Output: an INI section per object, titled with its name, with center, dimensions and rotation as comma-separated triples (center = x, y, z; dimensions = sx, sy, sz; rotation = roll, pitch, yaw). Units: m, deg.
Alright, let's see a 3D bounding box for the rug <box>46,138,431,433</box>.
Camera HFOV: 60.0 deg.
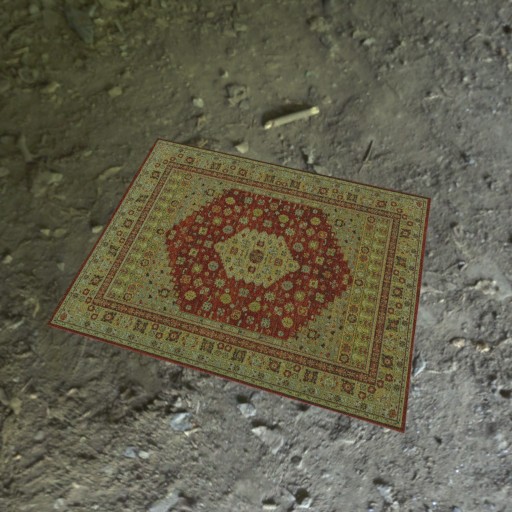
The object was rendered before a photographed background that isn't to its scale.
[rug]
center = 0.000, 0.000, 4.179
dimensions = 3.053, 0.013, 2.387
rotation = 14, 59, 9
